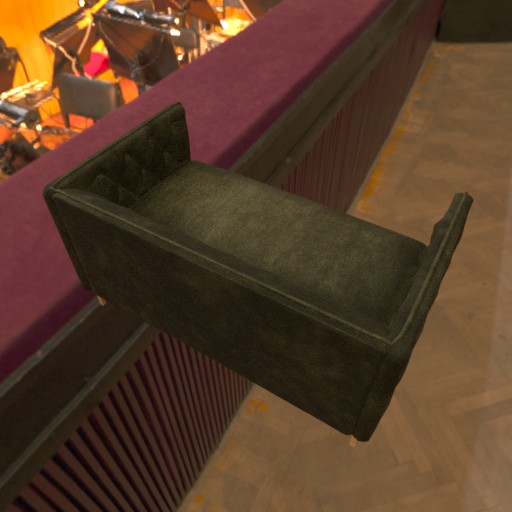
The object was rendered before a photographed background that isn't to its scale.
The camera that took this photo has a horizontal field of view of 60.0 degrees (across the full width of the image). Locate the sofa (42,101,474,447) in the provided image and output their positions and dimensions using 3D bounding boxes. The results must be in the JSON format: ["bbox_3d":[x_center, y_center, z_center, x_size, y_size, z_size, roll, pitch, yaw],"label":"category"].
[{"bbox_3d":[0.000,0.000,2.028,1.537,0.768,0.895,24,50,21],"label":"sofa"}]
